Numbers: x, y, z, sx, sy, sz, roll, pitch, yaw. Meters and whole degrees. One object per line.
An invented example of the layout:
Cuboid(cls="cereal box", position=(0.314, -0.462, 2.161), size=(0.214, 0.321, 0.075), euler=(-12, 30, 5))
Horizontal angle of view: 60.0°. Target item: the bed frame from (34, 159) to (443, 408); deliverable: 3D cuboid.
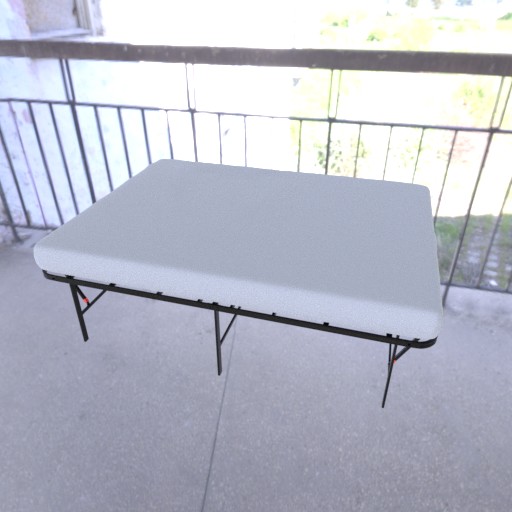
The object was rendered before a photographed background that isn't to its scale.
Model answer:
Cuboid(cls="bed frame", position=(0.000, 0.000, 2.601), size=(1.905, 0.637, 1.372), euler=(9, 32, 14))
